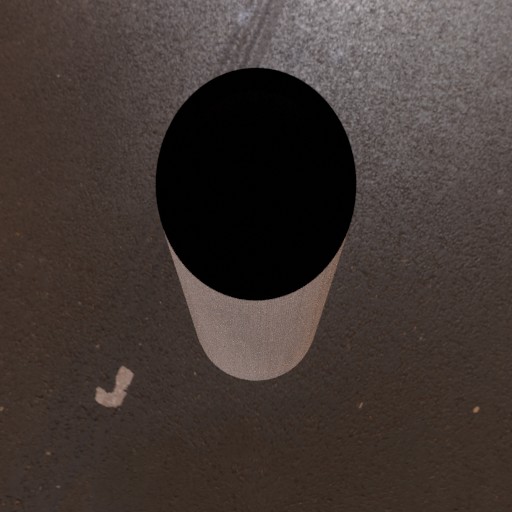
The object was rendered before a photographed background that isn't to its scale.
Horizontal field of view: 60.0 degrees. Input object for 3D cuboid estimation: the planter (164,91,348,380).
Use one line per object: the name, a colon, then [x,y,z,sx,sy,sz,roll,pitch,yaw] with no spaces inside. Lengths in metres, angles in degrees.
planter: [0.000,0.000,0.128,0.045,0.103,0.045,-33,65,-18]
